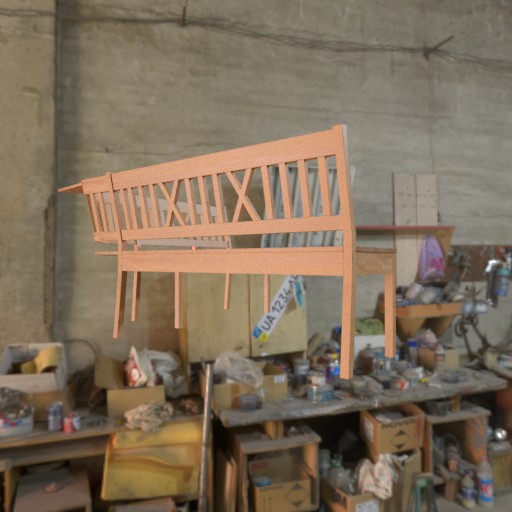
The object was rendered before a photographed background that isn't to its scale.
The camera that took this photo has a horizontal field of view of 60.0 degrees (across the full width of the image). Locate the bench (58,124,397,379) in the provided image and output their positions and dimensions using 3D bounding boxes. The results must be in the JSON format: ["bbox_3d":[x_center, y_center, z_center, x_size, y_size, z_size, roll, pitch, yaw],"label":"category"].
[{"bbox_3d":[0.000,0.000,2.737,1.937,0.902,1.537,0,-1,38],"label":"bench"}]
